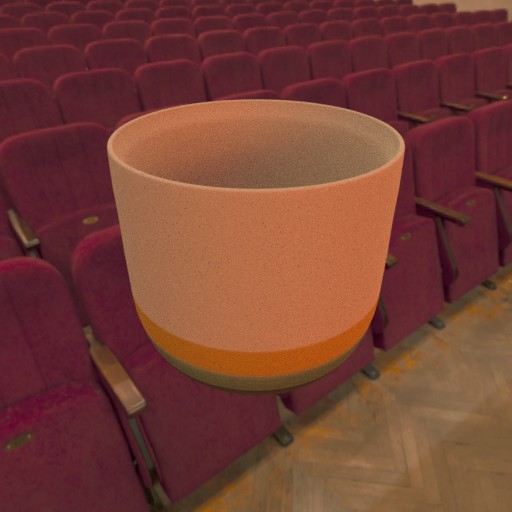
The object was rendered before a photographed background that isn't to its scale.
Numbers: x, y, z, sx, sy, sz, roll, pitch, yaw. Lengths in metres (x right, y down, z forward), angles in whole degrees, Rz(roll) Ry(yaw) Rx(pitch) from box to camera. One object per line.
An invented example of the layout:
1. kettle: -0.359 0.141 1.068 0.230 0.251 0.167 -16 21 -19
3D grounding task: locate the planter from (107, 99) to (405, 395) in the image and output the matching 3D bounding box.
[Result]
1. planter: 0.000 0.000 0.481 0.268 0.270 0.268 0 32 0
